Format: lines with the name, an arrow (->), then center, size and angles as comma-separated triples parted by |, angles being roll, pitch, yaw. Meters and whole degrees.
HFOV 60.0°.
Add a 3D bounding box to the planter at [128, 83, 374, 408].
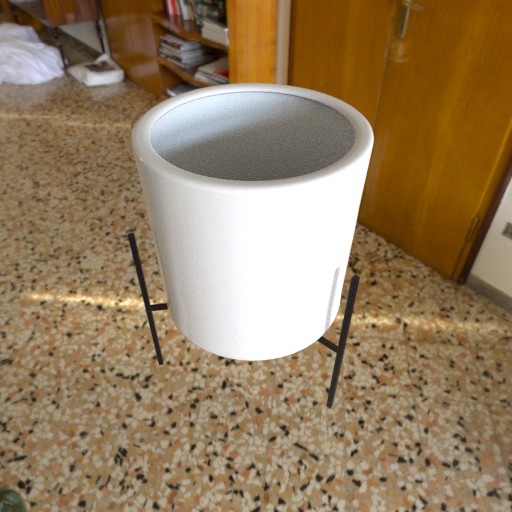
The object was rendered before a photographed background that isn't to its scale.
planter -> 0.000, 0.000, 0.670 | 0.307, 0.431, 0.308 | 11, 42, 12
